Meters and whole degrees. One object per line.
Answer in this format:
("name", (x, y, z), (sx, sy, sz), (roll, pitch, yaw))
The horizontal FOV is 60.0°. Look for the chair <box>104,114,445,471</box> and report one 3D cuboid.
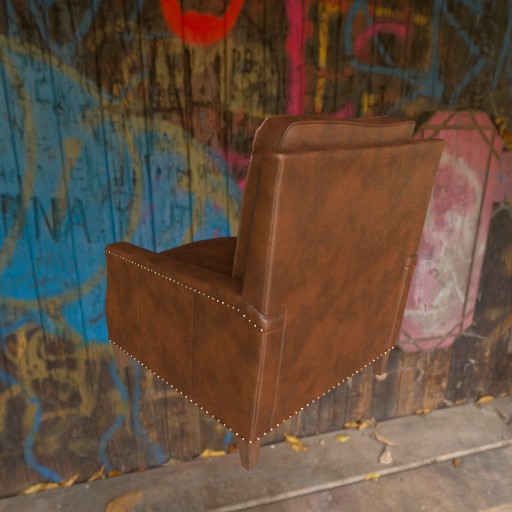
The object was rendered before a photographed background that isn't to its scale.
("chair", (0.000, 0.000, 1.741), (0.854, 1.054, 1.035), (-16, 24, -42))
